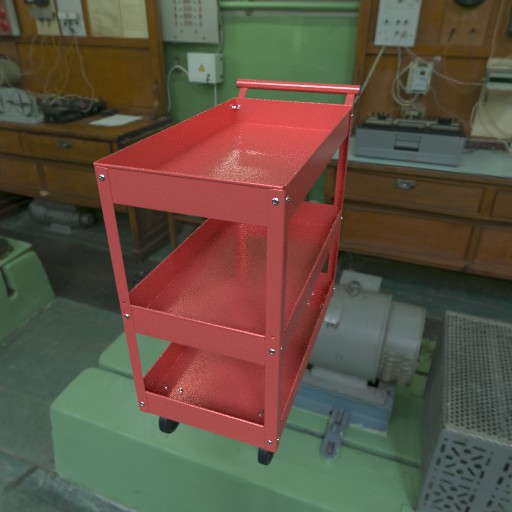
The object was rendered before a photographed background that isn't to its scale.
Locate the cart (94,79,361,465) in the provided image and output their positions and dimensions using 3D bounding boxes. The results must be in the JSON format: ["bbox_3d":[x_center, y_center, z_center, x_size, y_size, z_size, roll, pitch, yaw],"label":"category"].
[{"bbox_3d":[0.000,0.000,1.183,0.366,0.780,0.719,10,31,17],"label":"cart"}]
